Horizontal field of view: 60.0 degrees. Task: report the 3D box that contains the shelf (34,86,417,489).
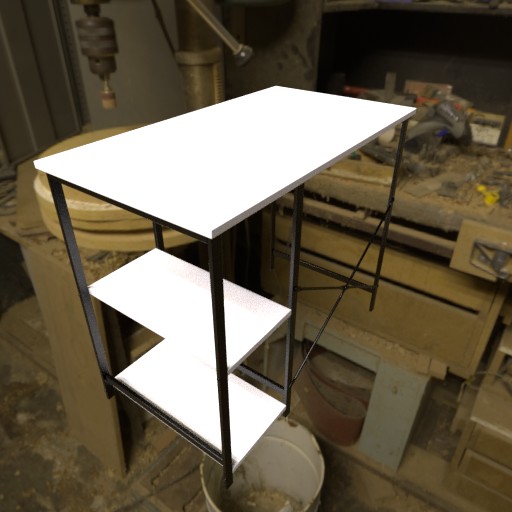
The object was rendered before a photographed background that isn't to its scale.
[{"bbox_3d":[0.000,0.000,1.315,0.498,0.750,0.902,22,39,30],"label":"shelf"}]
